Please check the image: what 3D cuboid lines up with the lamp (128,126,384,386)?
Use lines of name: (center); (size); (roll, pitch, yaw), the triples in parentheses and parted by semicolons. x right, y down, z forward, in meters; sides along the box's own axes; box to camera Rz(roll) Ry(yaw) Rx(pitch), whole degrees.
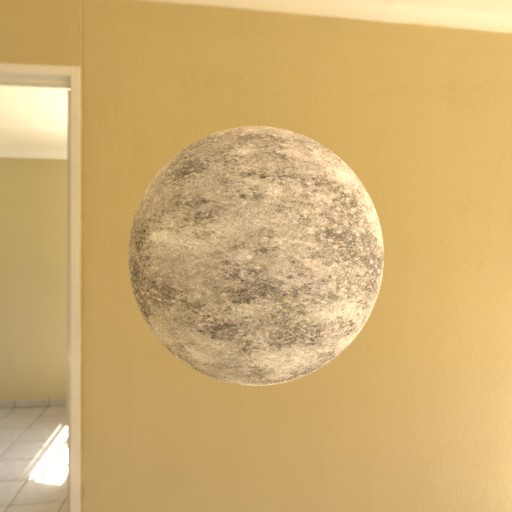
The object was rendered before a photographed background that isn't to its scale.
lamp: (0.000, 0.000, 0.760); (0.422, 0.429, 0.422); (0, -1, 0)
